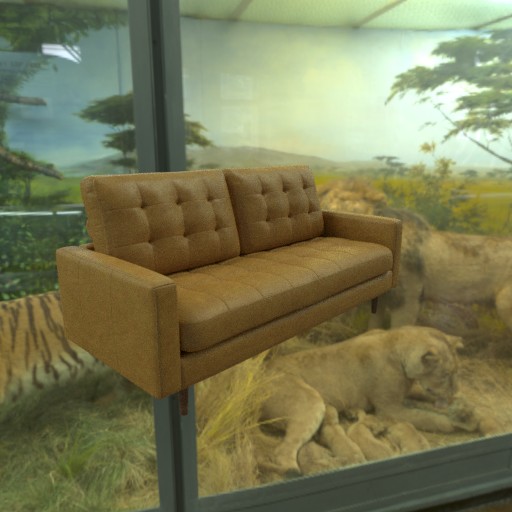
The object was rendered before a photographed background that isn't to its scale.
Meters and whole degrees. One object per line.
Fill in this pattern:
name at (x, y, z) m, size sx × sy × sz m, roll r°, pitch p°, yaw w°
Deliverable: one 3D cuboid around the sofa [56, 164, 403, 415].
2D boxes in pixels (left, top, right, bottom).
sofa at (0.000, 0.000, 2.370) m, size 0.850 × 0.898 × 1.821 m, roll 13°, pitch 19°, yaw 42°
